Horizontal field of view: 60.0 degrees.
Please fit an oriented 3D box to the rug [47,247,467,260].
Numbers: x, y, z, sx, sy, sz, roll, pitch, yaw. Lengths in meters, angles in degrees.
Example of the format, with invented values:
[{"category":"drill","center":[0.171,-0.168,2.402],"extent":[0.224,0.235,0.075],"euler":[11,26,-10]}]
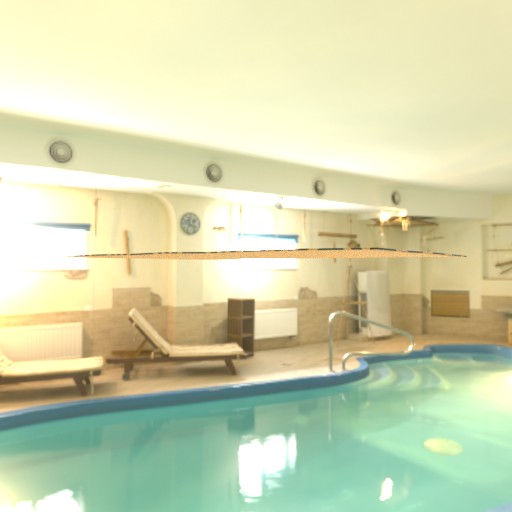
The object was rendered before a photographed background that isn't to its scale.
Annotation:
[{"category":"rug","center":[0.000,0.000,2.741],"extent":[2.135,0.013,1.524],"euler":[-1,-2,36]}]
